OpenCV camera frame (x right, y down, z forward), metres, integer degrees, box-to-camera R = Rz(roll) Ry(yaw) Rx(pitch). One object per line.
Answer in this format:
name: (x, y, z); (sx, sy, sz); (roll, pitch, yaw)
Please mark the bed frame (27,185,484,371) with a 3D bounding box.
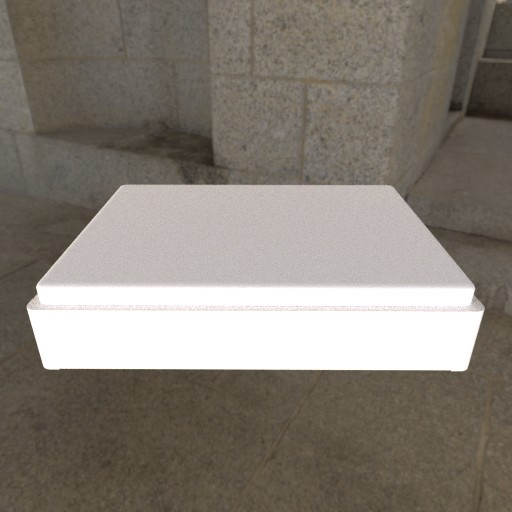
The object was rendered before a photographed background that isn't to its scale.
bed frame: (0.000, 0.000, 2.480); (1.900, 0.406, 1.400); (0, 28, 0)
